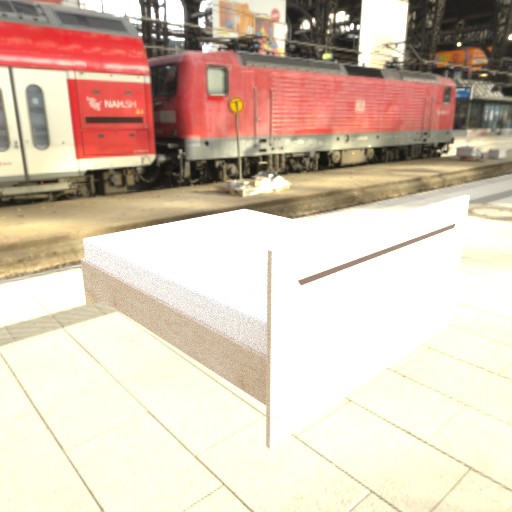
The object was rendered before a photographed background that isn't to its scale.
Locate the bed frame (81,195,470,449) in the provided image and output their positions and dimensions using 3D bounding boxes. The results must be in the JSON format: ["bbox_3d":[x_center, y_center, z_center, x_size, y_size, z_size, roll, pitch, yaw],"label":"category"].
[{"bbox_3d":[0.000,0.000,3.103,1.800,0.900,2.080,-16,23,-41],"label":"bed frame"}]
